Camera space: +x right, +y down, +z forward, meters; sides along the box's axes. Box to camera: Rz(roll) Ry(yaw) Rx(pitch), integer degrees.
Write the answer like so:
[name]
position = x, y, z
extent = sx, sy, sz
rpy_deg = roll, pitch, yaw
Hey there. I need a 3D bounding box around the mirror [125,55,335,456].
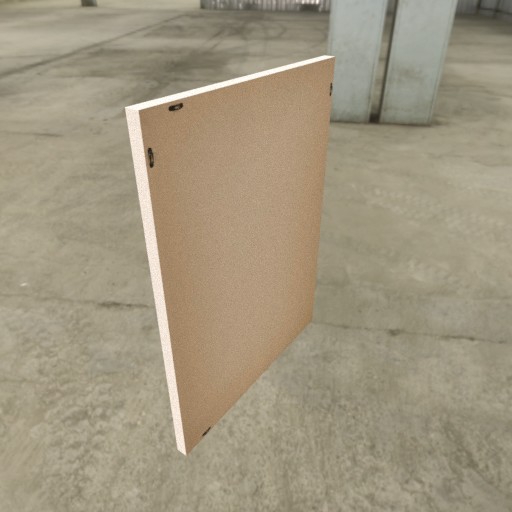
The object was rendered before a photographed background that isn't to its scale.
[mirror]
position = 0.000, 0.000, 1.328
extent = 0.041, 1.016, 0.762
rpy_deg = 21, 38, 29
